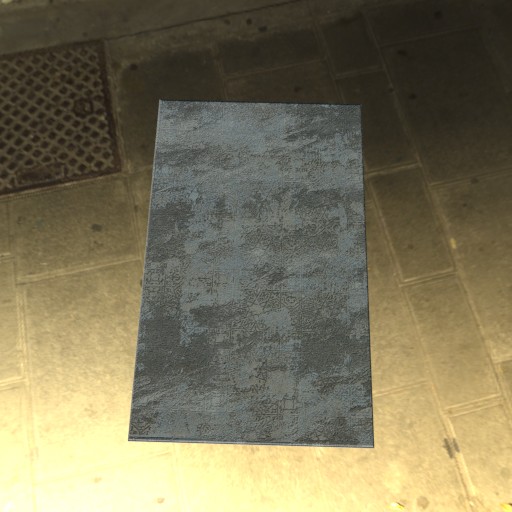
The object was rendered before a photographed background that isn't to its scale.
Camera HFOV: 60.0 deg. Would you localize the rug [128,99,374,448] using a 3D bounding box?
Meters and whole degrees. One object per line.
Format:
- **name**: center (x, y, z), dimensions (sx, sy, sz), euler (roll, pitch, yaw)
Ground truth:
- **rug**: center (0.000, 0.000, 3.066), dimensions (1.536, 0.012, 2.431), euler (1, 75, 0)
